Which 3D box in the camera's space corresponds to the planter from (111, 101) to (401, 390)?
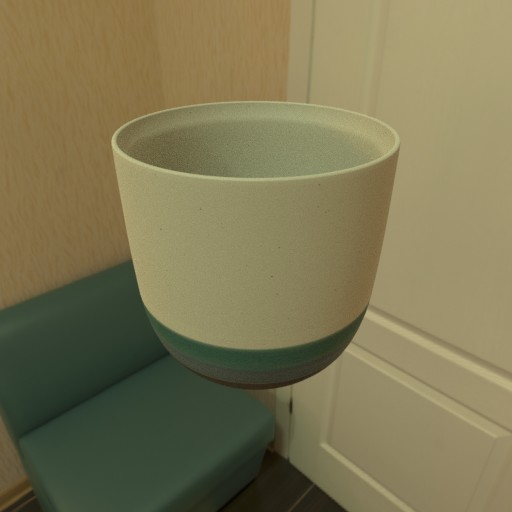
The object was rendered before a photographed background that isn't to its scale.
[{"bbox_3d":[0.000,0.000,0.378,0.204,0.214,0.204,0,31,0],"label":"planter"}]
